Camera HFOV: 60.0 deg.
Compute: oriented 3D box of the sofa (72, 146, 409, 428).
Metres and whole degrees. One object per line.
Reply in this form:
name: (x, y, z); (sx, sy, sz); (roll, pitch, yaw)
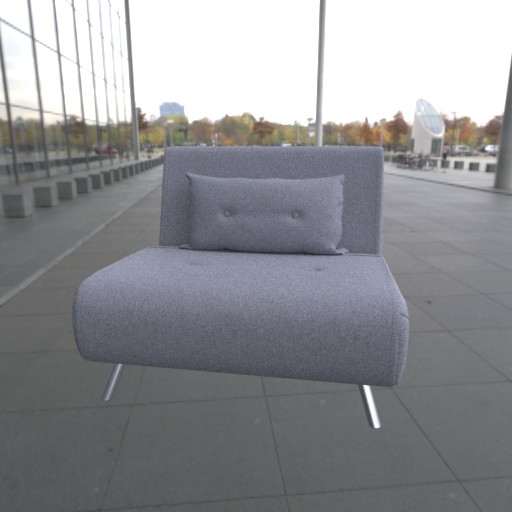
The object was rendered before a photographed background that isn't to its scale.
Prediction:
sofa: (0.000, 0.000, 1.724); (1.020, 0.825, 1.000); (2, 14, 9)
